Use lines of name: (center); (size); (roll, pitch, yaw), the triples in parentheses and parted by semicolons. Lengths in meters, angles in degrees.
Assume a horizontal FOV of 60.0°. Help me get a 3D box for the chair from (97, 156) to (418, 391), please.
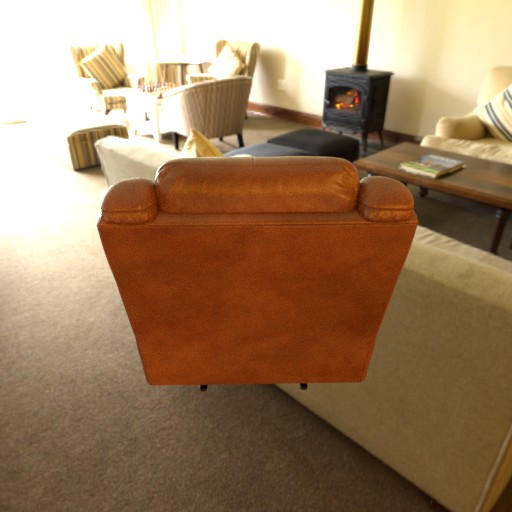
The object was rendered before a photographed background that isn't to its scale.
chair: (0.000, 0.000, 1.877); (0.990, 1.093, 1.041); (-1, 30, -1)
